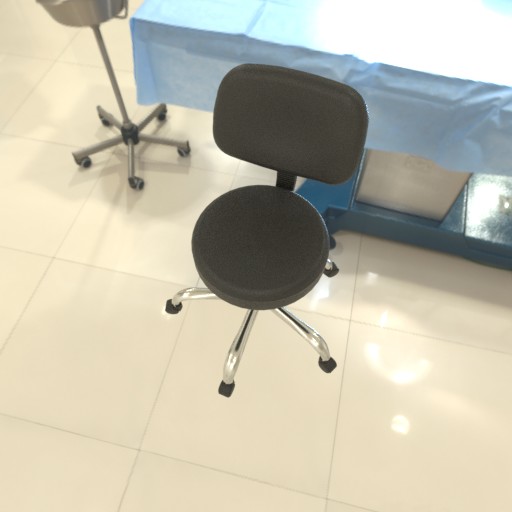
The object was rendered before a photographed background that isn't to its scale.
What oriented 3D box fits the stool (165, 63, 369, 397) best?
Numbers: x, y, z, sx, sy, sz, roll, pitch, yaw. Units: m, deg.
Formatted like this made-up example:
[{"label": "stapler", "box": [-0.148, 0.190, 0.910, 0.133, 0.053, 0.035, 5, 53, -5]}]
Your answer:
[{"label": "stool", "box": [0.000, 0.000, 1.321, 0.673, 0.862, 0.648, 17, 59, 11]}]
